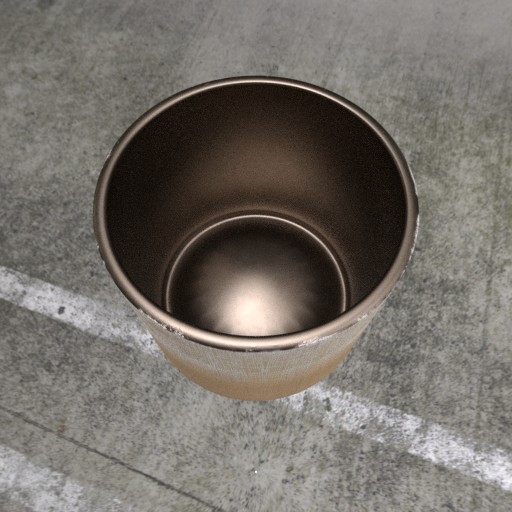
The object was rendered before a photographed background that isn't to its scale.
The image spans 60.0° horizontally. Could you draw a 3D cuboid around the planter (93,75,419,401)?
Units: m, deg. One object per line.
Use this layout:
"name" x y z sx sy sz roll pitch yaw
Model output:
"planter" 0.000 0.000 0.385 0.221 0.201 0.221 0 64 0
